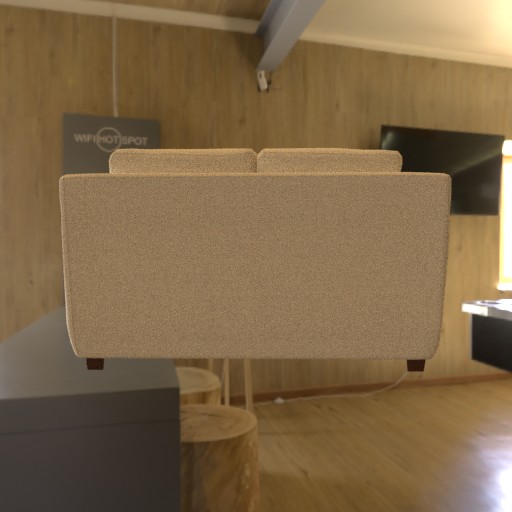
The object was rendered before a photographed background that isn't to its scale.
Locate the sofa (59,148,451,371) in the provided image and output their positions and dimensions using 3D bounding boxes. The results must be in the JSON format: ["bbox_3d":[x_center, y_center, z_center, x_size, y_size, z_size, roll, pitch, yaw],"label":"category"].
[{"bbox_3d":[0.000,0.000,2.414,1.744,1.047,1.040,0,1,1],"label":"sofa"}]
